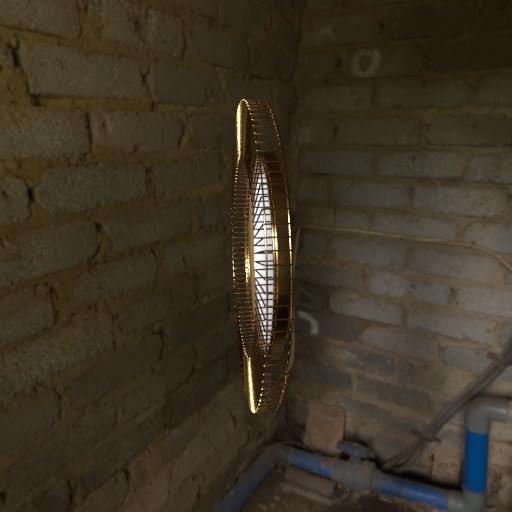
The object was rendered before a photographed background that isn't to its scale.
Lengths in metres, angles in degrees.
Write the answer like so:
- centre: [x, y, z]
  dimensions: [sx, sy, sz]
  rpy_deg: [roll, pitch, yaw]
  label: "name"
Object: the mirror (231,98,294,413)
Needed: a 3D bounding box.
- centre: [0.000, 0.000, 1.053]
  dimensions: [0.067, 0.703, 0.703]
  rpy_deg: [-2, 15, -7]
  label: "mirror"
